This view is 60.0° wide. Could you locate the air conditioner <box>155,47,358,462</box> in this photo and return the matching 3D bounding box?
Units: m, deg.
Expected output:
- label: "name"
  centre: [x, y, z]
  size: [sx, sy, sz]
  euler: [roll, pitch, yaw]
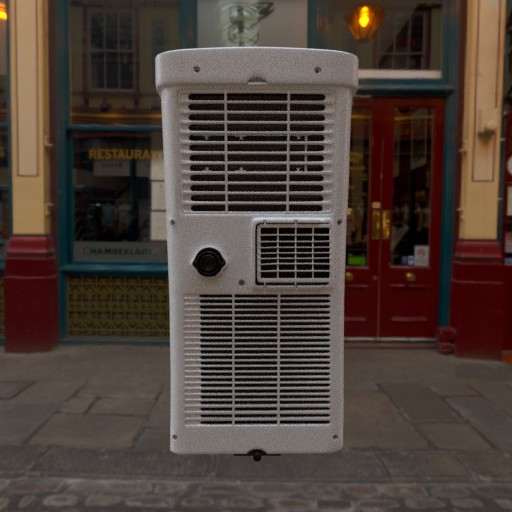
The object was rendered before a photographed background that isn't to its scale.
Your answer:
- label: "air conditioner"
  centre: [0.000, 0.000, 0.927]
  size: [0.352, 0.716, 0.369]
  euler: [0, 2, -1]
